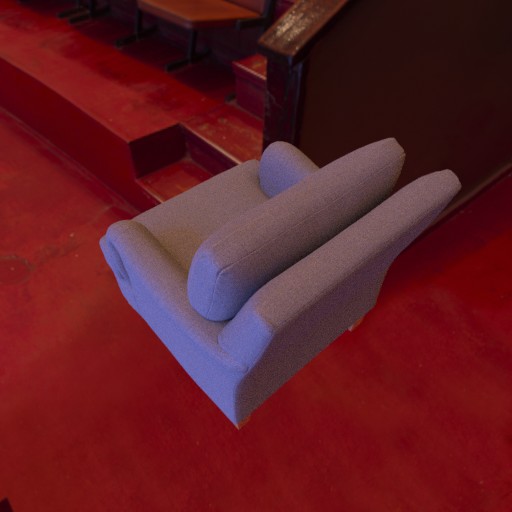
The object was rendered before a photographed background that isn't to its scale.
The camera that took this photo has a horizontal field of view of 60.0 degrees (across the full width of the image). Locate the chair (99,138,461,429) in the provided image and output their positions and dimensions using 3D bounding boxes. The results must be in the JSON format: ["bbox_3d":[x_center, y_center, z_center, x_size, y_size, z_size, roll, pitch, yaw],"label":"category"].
[{"bbox_3d":[0.000,0.000,1.840,0.955,1.038,1.070,-33,55,-28],"label":"chair"}]
